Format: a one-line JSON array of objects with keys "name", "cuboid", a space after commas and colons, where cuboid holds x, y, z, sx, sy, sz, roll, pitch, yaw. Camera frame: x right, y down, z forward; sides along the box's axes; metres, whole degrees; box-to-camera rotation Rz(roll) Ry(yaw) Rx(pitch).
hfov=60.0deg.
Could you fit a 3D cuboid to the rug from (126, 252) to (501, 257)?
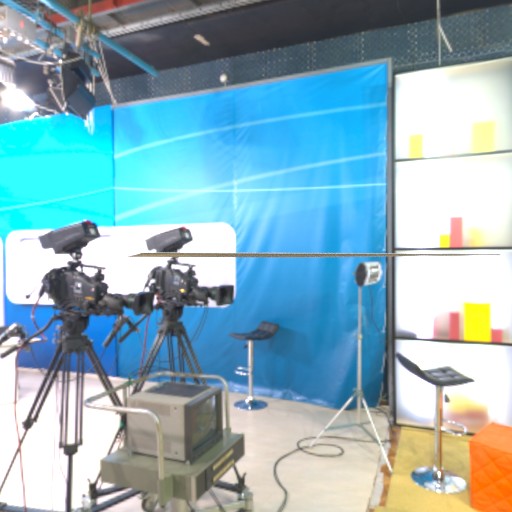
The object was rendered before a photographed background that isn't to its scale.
[{"name": "rug", "cuboid": [0.000, 0.000, 2.237, 1.219, 0.005, 1.828, 0, 0, -17]}]
